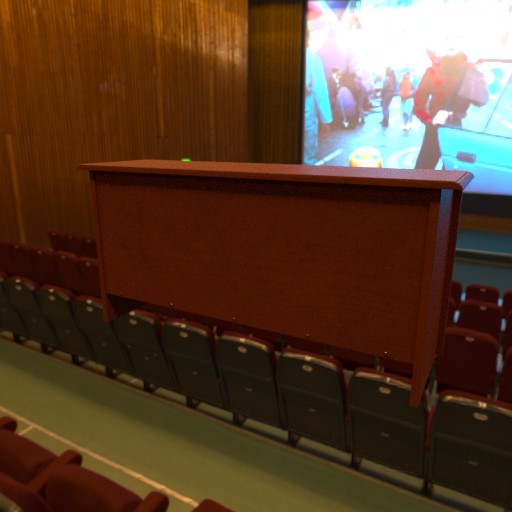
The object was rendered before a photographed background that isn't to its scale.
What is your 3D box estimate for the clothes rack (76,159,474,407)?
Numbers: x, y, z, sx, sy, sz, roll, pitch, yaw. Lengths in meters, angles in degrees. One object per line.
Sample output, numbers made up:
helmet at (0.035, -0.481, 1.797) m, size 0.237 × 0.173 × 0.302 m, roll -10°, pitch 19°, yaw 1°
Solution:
clothes rack at (0.000, 0.000, 1.502) m, size 1.251 × 0.594 × 0.362 m, roll 8°, pitch 17°, yaw 28°
